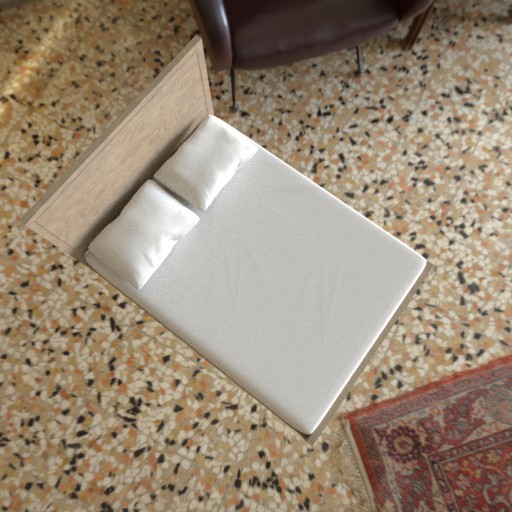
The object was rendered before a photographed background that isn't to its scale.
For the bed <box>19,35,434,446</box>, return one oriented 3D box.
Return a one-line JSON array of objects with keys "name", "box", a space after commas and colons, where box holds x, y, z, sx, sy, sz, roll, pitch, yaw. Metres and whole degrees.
[{"name": "bed", "box": [0.000, 0.000, 3.191, 2.189, 1.369, 1.606, 36, 78, 9]}]
